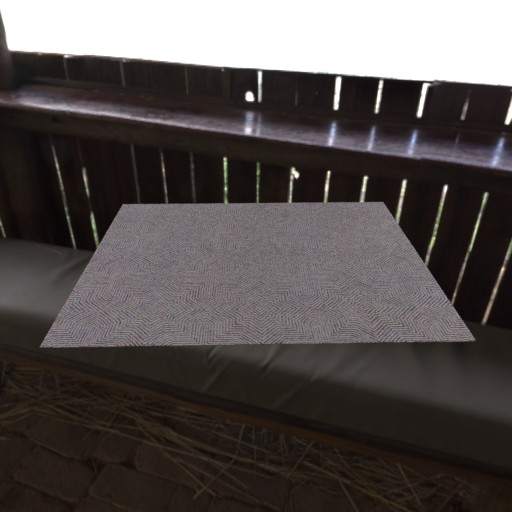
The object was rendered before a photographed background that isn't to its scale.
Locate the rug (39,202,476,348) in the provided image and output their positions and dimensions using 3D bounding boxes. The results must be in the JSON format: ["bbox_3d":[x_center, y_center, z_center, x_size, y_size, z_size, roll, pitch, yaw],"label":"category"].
[{"bbox_3d":[0.000,0.000,4.140,3.046,0.008,2.442,-1,30,-1],"label":"rug"}]
